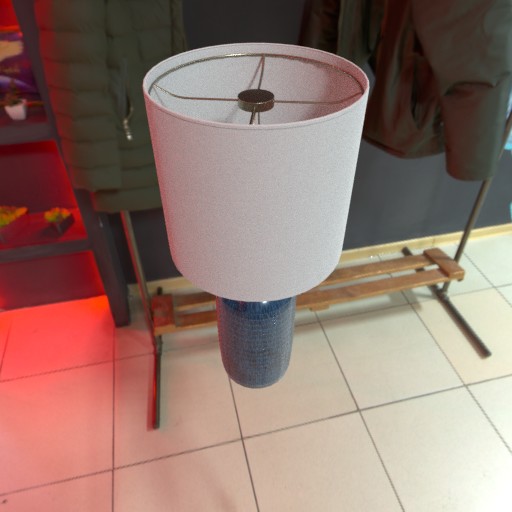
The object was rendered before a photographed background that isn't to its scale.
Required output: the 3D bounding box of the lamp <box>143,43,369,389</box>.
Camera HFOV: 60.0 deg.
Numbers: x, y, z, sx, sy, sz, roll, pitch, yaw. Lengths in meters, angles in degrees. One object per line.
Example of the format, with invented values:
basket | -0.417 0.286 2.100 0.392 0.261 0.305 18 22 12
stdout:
lamp | 0.000 0.000 0.596 0.220 0.475 0.220 13 43 14
